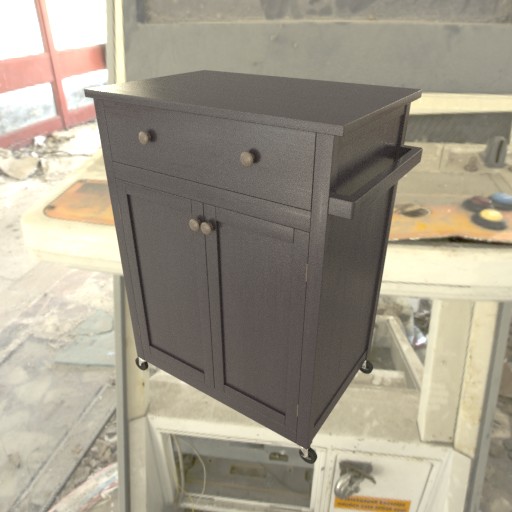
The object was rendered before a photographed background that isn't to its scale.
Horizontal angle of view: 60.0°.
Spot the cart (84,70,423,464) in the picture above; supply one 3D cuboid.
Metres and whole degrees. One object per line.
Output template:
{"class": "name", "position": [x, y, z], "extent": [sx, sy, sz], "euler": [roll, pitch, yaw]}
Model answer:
{"class": "cart", "position": [0.000, 0.000, 1.237], "extent": [0.690, 0.878, 0.449], "euler": [18, 34, 29]}
